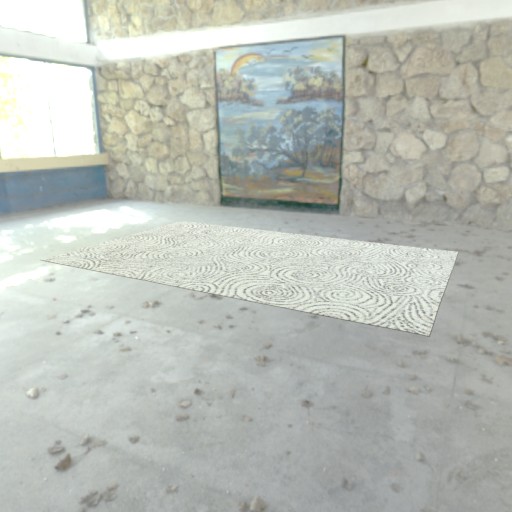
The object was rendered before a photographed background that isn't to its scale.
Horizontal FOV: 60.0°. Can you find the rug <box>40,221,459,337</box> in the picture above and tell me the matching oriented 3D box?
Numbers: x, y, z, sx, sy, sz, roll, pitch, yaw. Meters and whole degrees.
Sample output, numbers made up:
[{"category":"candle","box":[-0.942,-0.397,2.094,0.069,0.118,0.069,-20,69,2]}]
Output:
[{"category":"rug","box":[0.000,0.000,3.036,2.439,0.005,1.524,8,17,27]}]
